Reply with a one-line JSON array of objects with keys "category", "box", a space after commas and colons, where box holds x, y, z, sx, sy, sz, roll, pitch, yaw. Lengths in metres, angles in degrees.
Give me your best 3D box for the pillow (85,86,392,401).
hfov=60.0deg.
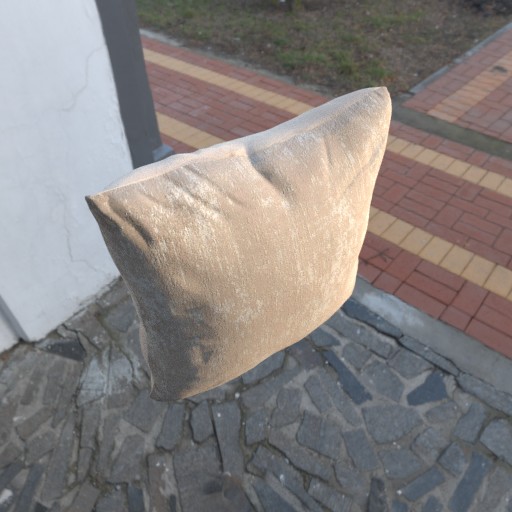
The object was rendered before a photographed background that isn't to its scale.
[{"category": "pillow", "box": [0.000, 0.000, 0.703, 0.450, 0.448, 0.245, -25, 50, -22]}]
